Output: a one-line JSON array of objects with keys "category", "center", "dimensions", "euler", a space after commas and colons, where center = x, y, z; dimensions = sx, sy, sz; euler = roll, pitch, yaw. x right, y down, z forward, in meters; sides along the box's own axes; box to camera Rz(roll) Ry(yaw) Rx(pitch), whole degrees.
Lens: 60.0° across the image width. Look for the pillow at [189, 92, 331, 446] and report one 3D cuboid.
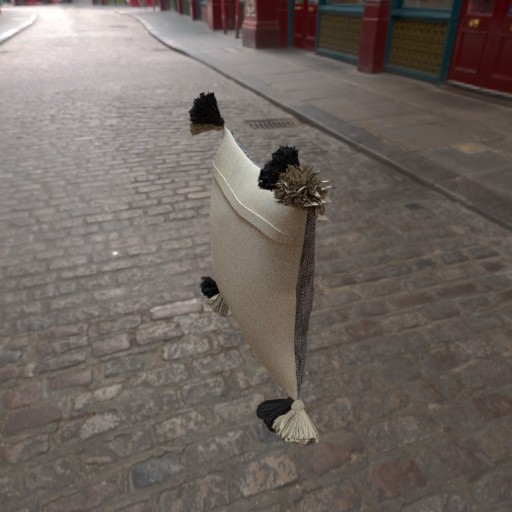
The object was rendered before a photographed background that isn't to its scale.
[{"category": "pillow", "center": [0.000, 0.000, 1.024], "dimensions": [0.170, 0.659, 0.654], "euler": [-11, 32, -18]}]
